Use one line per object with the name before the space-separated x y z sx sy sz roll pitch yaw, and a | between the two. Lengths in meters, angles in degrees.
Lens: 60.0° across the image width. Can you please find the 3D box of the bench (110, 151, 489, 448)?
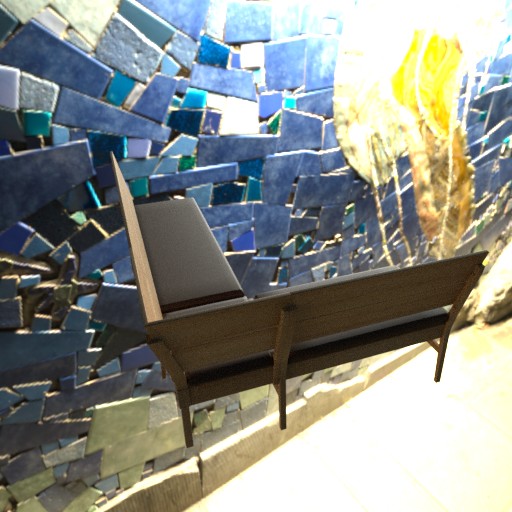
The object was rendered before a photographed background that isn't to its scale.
bench | 0.000 0.000 2.802 1.549 0.890 1.975 -11 34 -17
